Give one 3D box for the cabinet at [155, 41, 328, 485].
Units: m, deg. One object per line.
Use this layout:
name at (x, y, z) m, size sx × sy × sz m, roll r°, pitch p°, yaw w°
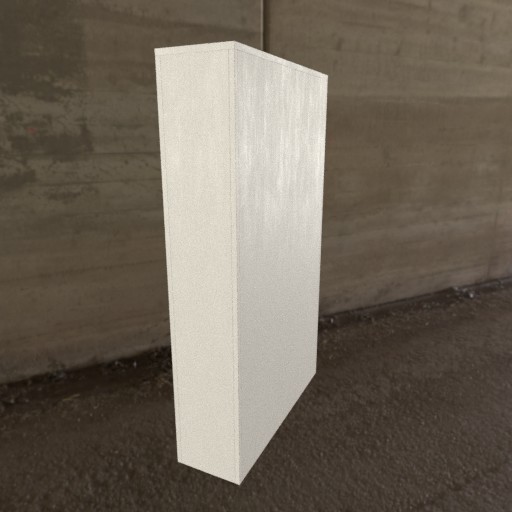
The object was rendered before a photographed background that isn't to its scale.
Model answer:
cabinet at (0.000, 0.000, 1.601) m, size 0.250 × 1.280 × 0.750 m, roll 7°, pitch 17°, yaw 25°
